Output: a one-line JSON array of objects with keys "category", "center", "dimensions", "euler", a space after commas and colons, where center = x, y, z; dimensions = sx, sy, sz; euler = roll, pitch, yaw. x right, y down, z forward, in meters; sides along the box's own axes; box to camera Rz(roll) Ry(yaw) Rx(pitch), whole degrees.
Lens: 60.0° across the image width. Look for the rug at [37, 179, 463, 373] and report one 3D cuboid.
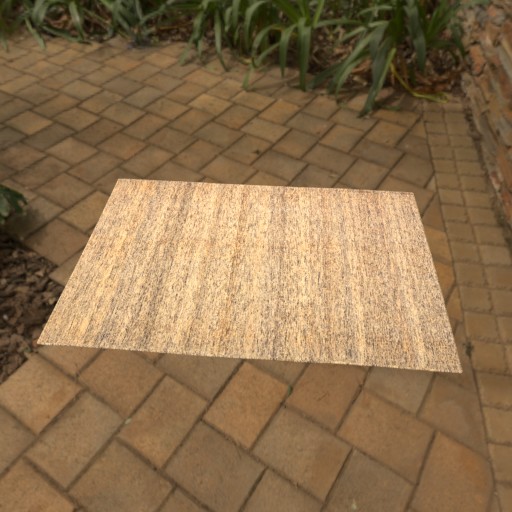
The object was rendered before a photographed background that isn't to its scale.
[{"category": "rug", "center": [0.000, 0.000, 2.339], "dimensions": [1.846, 0.014, 1.243], "euler": [3, 46, 3]}]
